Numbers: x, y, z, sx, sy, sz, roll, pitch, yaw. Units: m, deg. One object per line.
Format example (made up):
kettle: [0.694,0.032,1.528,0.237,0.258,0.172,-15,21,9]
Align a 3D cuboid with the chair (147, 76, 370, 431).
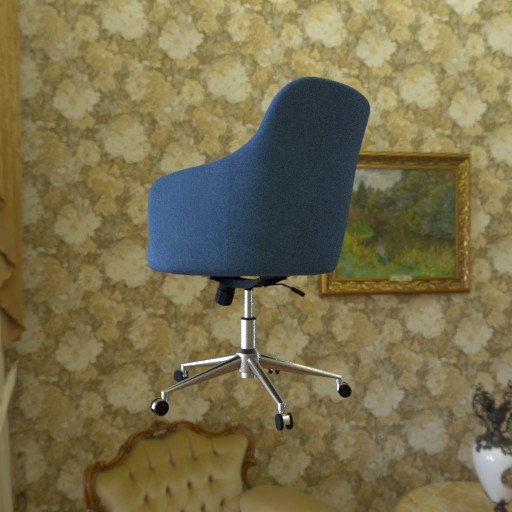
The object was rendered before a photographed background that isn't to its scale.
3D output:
chair: [0.000,0.000,1.291,0.655,0.820,0.599,-1,-1,37]
